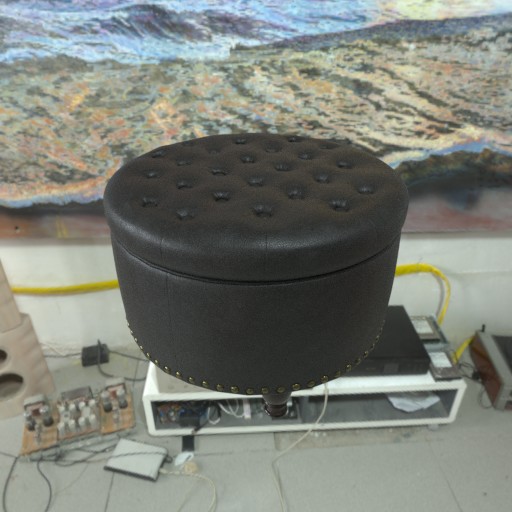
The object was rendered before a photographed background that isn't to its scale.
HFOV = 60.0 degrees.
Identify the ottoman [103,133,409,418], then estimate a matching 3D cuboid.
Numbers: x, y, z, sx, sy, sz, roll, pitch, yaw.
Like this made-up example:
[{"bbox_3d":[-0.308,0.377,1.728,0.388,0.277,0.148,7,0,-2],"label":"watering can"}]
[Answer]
[{"bbox_3d":[0.000,0.000,1.055,0.637,0.442,0.637,0,31,0],"label":"ottoman"}]
